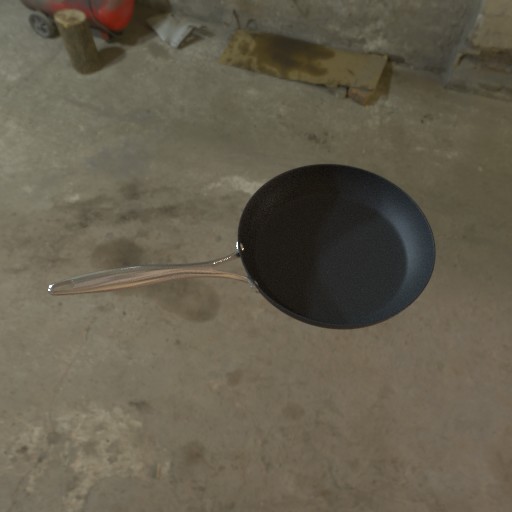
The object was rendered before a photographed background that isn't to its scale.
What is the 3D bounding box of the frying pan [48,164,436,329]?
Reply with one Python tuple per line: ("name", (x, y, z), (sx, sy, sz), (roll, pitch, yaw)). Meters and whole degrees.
("frying pan", (0.000, 0.000, 0.558), (0.472, 0.105, 0.255), (-15, 59, -9))
